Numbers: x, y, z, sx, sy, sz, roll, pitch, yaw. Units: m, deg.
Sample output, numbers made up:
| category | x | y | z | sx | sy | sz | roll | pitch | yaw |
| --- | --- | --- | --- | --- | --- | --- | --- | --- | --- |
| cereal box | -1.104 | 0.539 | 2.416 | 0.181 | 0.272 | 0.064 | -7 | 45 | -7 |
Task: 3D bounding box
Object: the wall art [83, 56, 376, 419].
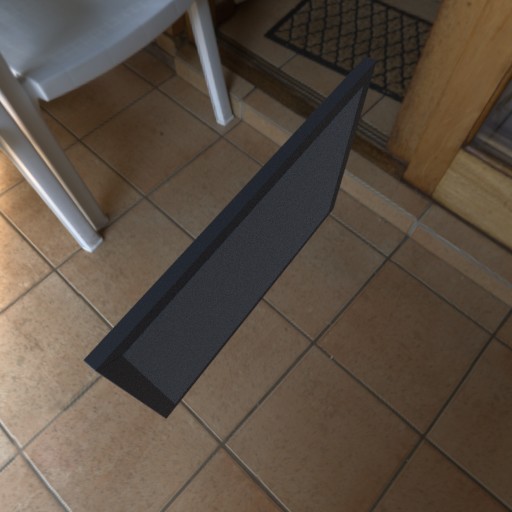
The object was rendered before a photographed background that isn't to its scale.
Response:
| category | x | y | z | sx | sy | sz | roll | pitch | yaw |
| --- | --- | --- | --- | --- | --- | --- | --- | --- | --- |
| wall art | 0.000 | 0.000 | 0.559 | 0.016 | 0.306 | 0.432 | 34 | 68 | 16 |
